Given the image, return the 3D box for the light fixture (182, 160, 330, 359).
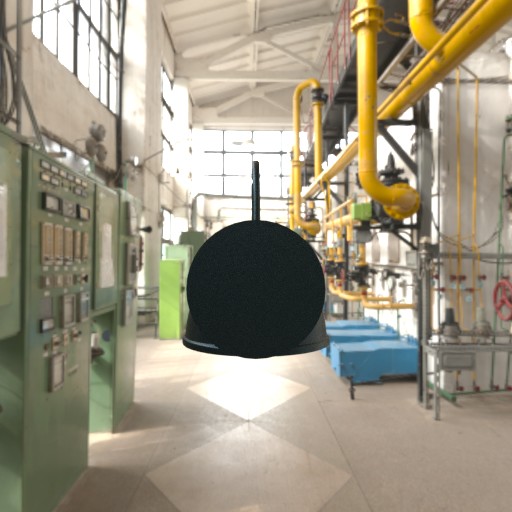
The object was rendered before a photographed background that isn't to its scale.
[{"bbox_3d":[0.000,0.000,0.665,0.253,0.295,0.467,0,0,0],"label":"light fixture"}]
